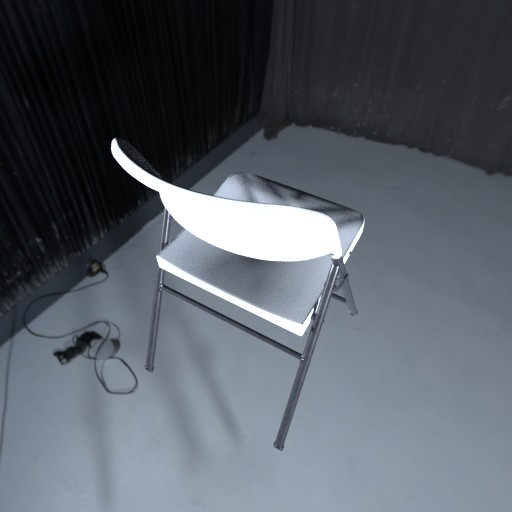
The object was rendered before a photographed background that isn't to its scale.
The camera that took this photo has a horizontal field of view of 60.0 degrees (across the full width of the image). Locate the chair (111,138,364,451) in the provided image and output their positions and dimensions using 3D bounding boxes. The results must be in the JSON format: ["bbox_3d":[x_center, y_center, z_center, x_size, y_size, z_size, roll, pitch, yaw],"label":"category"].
[{"bbox_3d":[0.000,0.000,1.172,0.494,0.810,0.566,23,50,21],"label":"chair"}]
